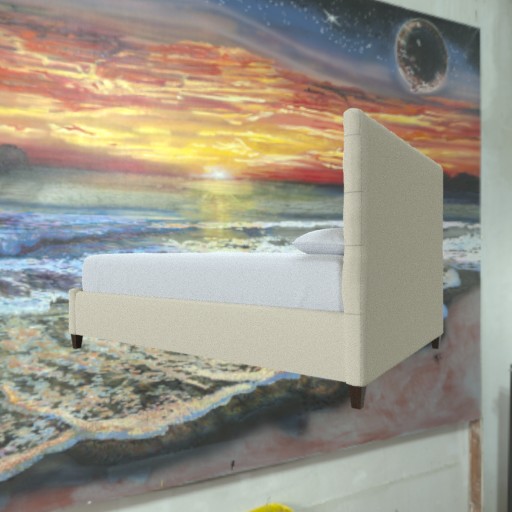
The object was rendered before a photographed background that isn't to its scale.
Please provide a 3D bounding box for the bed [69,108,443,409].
[{"bbox_3d":[0.000,0.000,3.424,2.387,1.427,1.698,0,1,35],"label":"bed"}]
